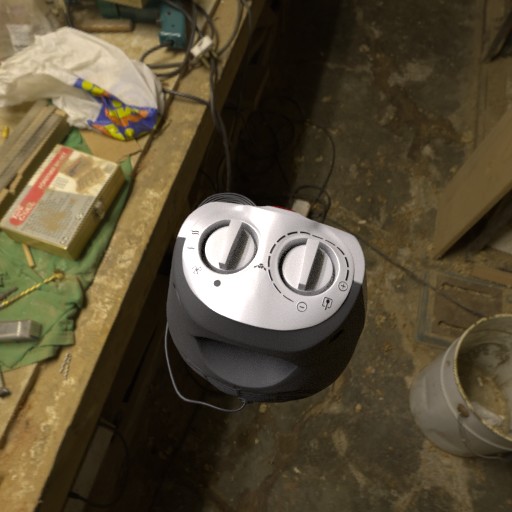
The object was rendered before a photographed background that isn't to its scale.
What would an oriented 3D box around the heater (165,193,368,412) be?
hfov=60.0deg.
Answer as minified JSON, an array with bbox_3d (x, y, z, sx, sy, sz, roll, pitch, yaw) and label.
[{"bbox_3d":[0.000,0.000,0.464,0.239,0.240,0.291,14,64,7],"label":"heater"}]
